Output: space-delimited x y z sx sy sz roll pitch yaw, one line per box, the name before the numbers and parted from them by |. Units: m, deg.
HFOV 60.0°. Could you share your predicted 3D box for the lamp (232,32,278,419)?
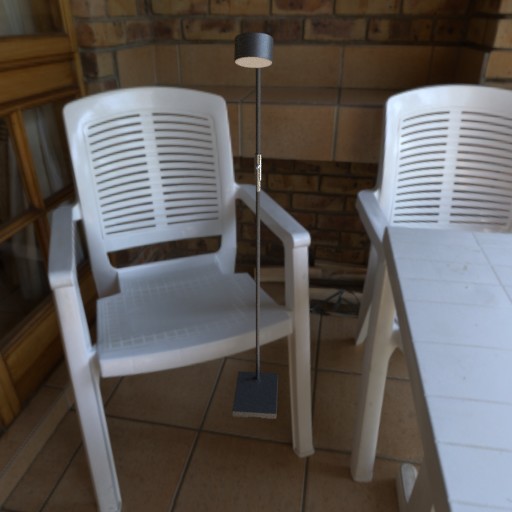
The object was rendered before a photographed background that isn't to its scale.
lamp | 0.000 0.000 1.765 0.203 1.600 0.304 2 29 4
